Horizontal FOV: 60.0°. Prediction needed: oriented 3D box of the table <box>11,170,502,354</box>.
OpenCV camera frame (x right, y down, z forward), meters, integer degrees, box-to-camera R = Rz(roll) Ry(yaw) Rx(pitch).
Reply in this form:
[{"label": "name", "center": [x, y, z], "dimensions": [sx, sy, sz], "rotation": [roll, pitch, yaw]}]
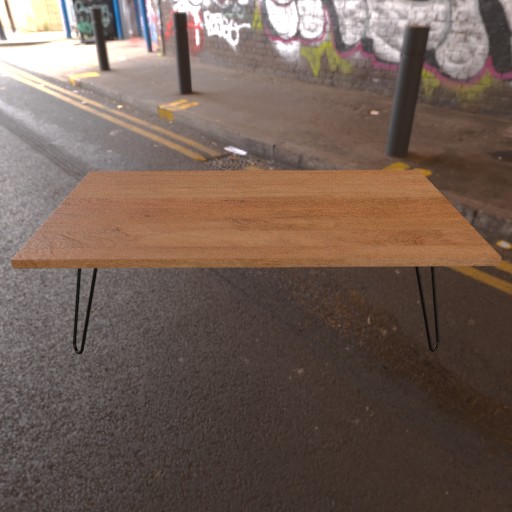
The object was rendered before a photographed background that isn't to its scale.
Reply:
[{"label": "table", "center": [0.000, 0.000, 1.616], "dimensions": [1.348, 0.400, 0.699], "rotation": [0, 31, -1]}]
